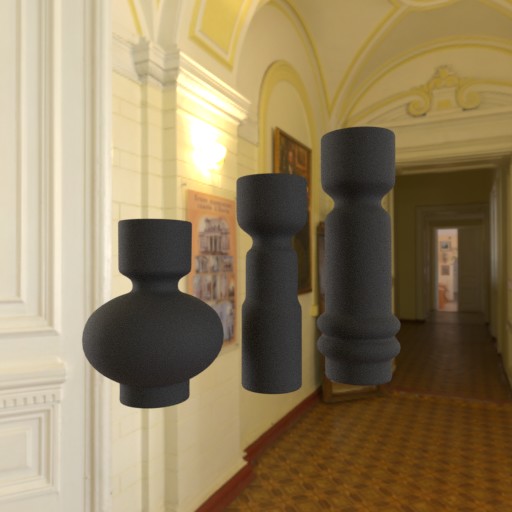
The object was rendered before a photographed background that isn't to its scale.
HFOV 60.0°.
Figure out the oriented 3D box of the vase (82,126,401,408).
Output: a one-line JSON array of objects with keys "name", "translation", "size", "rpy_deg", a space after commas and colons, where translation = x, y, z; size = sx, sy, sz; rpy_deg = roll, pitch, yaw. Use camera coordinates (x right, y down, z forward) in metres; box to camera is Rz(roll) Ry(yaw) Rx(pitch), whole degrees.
[{"name": "vase", "translation": [0.000, 0.000, 0.420], "size": [0.307, 0.249, 0.120], "rpy_deg": [0, -1, -20]}]
